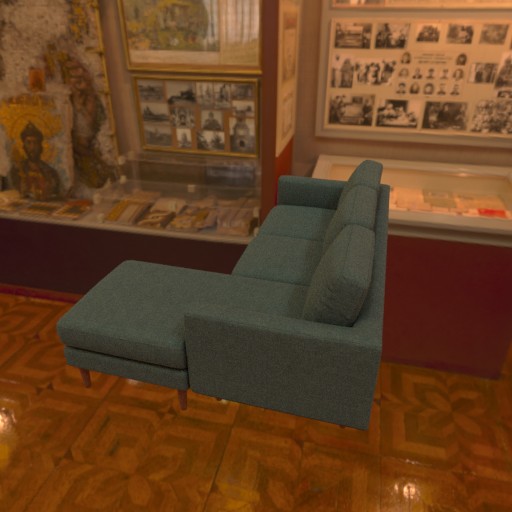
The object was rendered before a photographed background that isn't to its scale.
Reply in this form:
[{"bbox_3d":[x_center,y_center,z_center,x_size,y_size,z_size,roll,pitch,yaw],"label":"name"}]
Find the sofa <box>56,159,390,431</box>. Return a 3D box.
[{"bbox_3d":[0.000,0.000,2.997,1.667,0.957,2.055,8,30,14],"label":"sofa"}]
